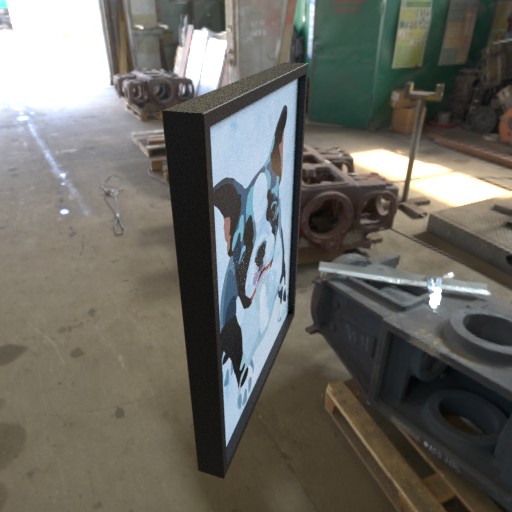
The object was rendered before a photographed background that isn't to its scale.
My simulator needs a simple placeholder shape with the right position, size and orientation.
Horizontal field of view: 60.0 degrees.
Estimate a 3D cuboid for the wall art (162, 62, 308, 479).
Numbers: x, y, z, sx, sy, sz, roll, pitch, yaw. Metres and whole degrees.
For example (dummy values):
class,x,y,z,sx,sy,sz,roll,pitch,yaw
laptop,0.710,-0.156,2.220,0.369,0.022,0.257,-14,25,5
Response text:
class,x,y,z,sx,sy,sz,roll,pitch,yaw
wall art,0.000,0.000,0.495,0.030,0.369,0.294,9,31,16
